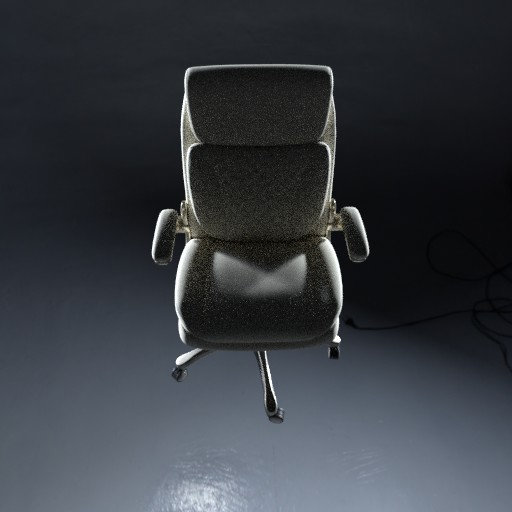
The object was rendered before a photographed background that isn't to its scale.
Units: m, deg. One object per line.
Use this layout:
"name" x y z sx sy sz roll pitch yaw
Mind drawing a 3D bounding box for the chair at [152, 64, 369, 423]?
"chair" 0.000 0.000 1.633 0.740 1.110 0.794 -3 46 -3
